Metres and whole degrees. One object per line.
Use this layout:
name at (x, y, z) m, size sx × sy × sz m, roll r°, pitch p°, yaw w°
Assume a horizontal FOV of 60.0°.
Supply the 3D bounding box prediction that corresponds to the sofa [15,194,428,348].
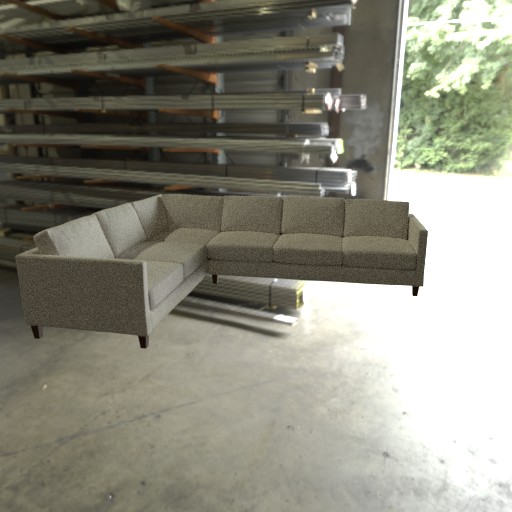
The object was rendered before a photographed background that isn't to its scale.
sofa at (0.000, 0.000, 4.192) m, size 3.182 × 0.863 × 2.432 m, roll 3°, pitch 16°, yaw 10°
